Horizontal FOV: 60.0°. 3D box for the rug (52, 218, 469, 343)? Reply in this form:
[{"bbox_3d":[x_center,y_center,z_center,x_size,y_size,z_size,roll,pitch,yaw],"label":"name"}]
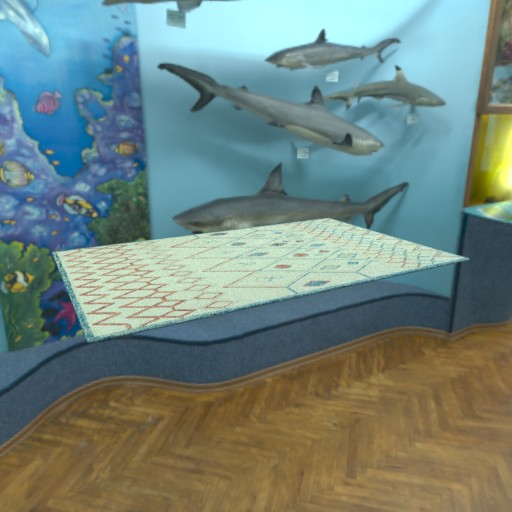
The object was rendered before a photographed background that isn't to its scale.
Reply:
[{"bbox_3d":[0.000,0.000,3.049,2.438,0.015,1.524,-9,19,-28],"label":"rug"}]
